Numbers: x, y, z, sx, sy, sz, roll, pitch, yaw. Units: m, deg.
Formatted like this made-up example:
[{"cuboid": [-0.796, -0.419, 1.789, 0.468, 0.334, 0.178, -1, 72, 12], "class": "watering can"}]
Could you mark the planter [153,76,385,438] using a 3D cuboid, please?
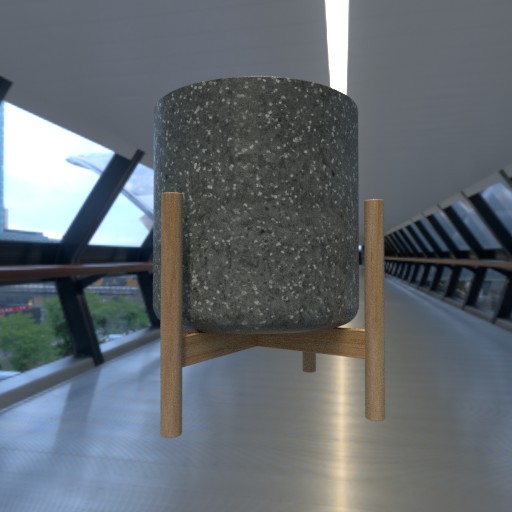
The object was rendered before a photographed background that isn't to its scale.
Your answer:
[{"cuboid": [0.000, 0.000, 0.670, 0.360, 0.419, 0.360, 1, -1, -35], "class": "planter"}]
